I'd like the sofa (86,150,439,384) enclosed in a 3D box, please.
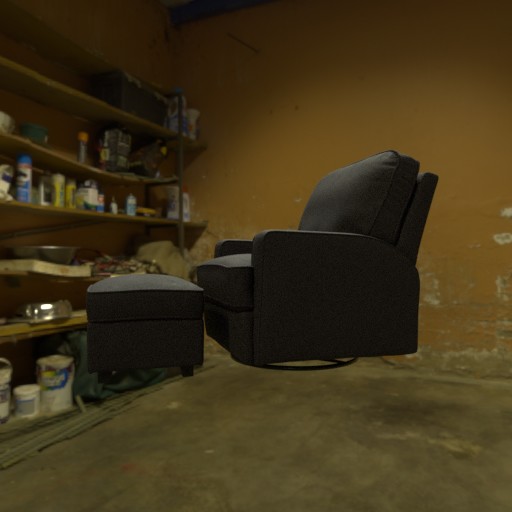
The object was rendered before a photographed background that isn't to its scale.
[{"bbox_3d":[0.000,0.000,2.081,1.472,0.959,0.861,0,-1,-18],"label":"sofa"}]
